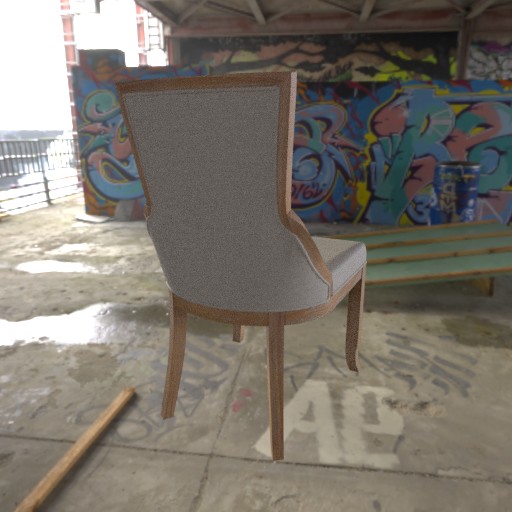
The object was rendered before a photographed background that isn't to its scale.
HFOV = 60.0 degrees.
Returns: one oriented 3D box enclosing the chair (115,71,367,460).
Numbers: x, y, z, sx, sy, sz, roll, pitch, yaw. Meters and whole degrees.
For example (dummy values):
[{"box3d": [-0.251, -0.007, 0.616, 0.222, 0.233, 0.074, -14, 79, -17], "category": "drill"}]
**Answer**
[{"box3d": [0.000, 0.000, 1.323, 0.524, 0.947, 0.641, 8, 18, 27], "category": "chair"}]
